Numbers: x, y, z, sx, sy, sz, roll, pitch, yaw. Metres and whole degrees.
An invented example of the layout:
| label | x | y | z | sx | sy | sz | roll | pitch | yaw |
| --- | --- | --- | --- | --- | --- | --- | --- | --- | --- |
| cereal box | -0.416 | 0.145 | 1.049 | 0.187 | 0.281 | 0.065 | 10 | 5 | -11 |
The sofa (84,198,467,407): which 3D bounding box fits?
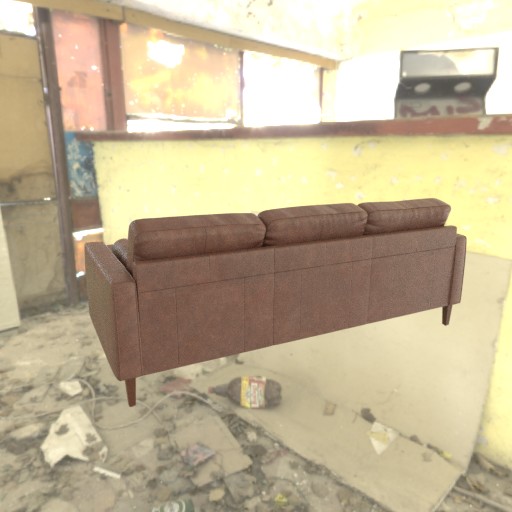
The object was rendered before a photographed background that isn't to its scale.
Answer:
| label | x | y | z | sx | sy | sz | roll | pitch | yaw |
| --- | --- | --- | --- | --- | --- | --- | --- | --- | --- |
| sofa | 0.000 | 0.000 | 3.014 | 2.185 | 0.841 | 1.613 | -7 | 16 | -26 |
